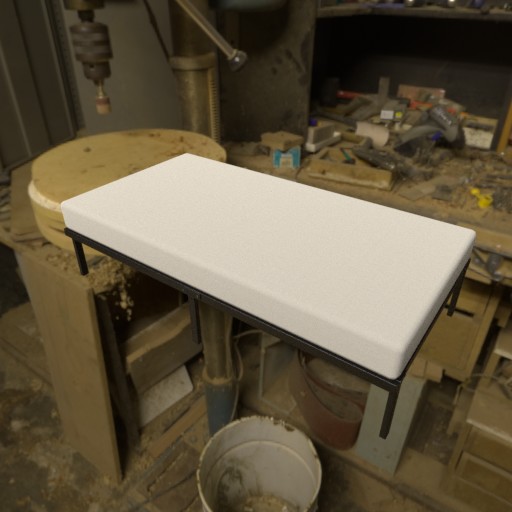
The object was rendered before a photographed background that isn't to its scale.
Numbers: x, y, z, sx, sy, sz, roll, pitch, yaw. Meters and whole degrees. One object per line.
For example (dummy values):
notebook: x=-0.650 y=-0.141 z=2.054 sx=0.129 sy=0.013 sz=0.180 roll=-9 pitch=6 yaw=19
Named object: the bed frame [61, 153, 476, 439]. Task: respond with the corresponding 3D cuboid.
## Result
bed frame: x=0.000 y=0.000 z=3.261 sx=2.635 sy=0.680 sz=1.393 roll=21 pitch=38 yaw=30
